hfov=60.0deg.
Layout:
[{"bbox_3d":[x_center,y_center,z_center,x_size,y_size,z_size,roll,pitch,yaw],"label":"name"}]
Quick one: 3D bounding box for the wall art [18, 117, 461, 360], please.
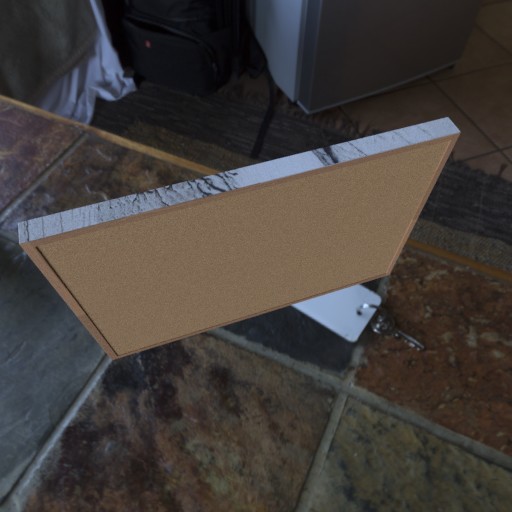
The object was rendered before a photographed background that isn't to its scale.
[{"bbox_3d":[0.000,0.000,0.766,0.613,0.407,0.035,-16,59,-10],"label":"wall art"}]
